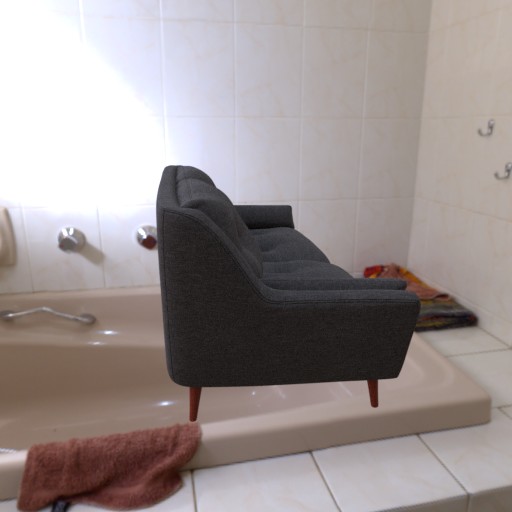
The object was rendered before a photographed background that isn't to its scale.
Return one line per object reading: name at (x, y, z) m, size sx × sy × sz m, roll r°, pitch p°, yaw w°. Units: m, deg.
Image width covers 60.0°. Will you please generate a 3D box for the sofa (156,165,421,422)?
sofa at (0.000, 0.000, 2.413) m, size 0.975 × 0.896 × 1.929 m, roll -3°, pitch 16°, yaw -10°
